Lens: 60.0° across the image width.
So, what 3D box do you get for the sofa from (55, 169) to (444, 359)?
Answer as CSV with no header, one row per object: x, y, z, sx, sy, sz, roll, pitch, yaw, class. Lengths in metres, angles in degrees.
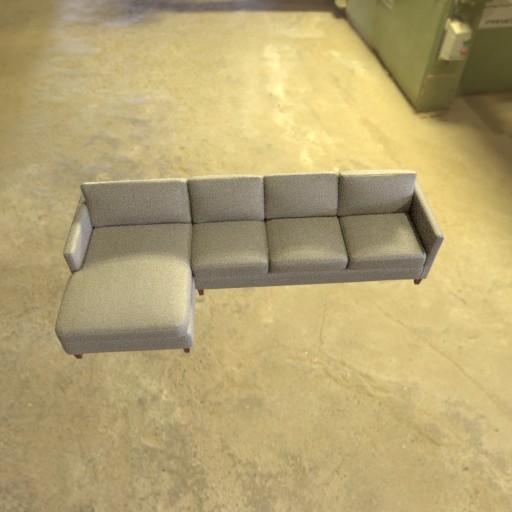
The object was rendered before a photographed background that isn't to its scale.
0.000,0.000,3.893,3.201,0.876,1.502,-3,48,-2,sofa
